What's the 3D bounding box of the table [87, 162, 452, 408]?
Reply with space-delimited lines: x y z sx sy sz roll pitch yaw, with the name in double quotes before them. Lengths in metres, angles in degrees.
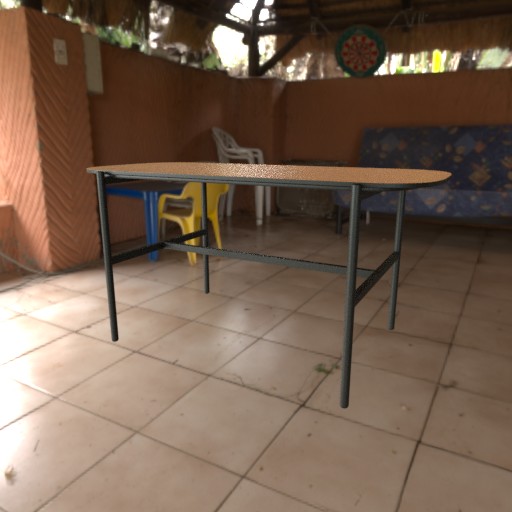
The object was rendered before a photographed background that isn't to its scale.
"table" 0.000 0.000 1.043 0.800 0.400 0.400 8 17 28
